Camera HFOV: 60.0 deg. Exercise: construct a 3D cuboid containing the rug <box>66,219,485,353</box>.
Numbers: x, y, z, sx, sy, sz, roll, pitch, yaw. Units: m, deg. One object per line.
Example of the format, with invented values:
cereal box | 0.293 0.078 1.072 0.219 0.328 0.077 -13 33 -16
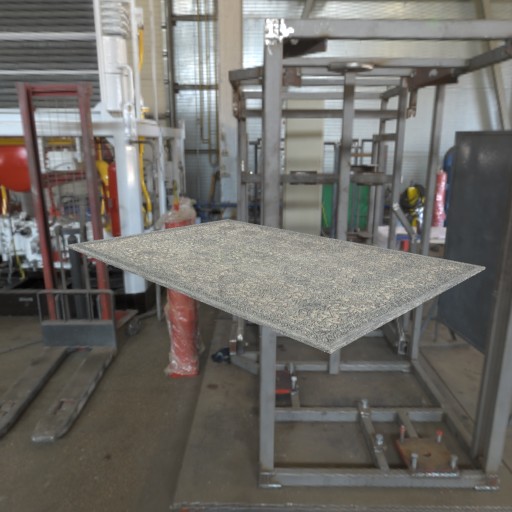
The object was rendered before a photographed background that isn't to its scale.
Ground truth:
rug | 0.000 0.000 2.282 1.208 0.012 1.819 -14 20 -43
